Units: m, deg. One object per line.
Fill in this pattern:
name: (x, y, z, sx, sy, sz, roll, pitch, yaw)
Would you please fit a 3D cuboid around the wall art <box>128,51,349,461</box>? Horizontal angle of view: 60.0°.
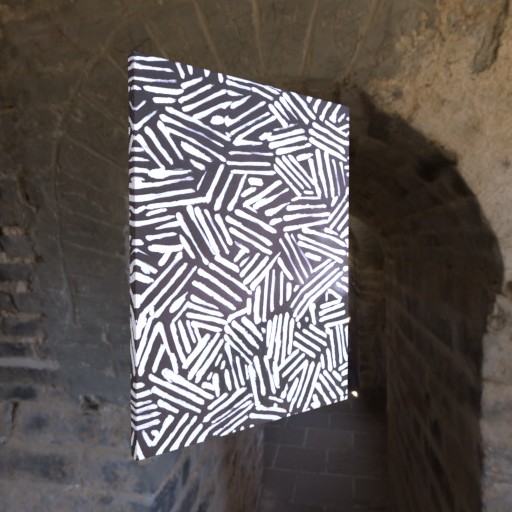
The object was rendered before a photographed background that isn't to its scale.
wall art: (0.000, 0.000, 1.333, 0.765, 1.017, 0.038, -1, 2, -36)
